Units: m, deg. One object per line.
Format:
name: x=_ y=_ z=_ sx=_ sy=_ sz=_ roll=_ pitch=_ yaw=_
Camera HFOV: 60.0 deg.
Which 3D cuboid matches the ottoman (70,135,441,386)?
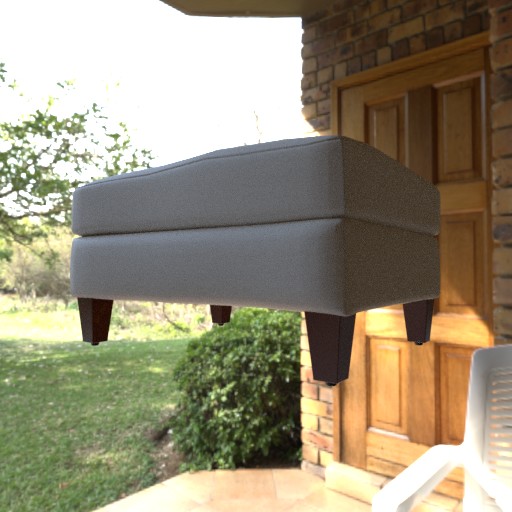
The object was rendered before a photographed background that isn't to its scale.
ottoman: x=0.000 y=0.000 z=1.194 sx=0.818 sy=0.479 sz=0.634 roll=-1 pitch=-2 yaw=36
